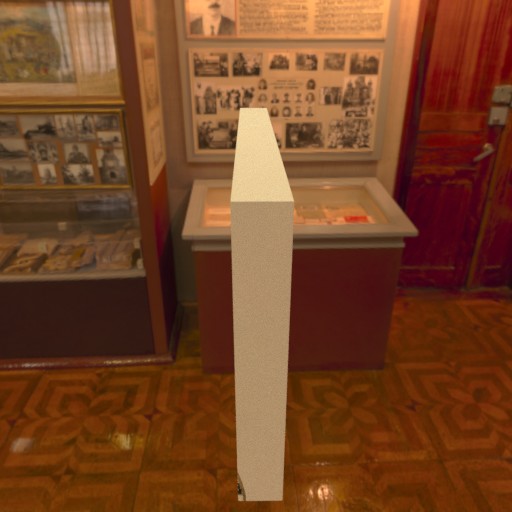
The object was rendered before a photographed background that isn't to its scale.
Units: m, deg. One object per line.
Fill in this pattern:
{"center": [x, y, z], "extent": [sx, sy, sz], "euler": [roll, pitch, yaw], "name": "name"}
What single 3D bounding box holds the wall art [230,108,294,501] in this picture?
{"center": [0.000, 0.000, 0.475], "extent": [0.039, 0.254, 0.384], "euler": [0, 26, -1], "name": "wall art"}
